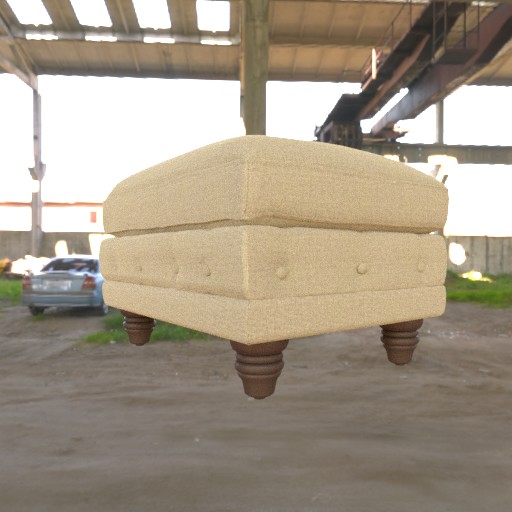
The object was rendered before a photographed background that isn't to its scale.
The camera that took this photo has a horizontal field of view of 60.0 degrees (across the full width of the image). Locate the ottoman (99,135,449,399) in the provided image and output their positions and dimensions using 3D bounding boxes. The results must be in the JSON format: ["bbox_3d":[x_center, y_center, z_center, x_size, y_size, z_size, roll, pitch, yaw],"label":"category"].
[{"bbox_3d":[0.000,0.000,1.047,0.541,0.463,0.684,0,0,-36],"label":"ottoman"}]
